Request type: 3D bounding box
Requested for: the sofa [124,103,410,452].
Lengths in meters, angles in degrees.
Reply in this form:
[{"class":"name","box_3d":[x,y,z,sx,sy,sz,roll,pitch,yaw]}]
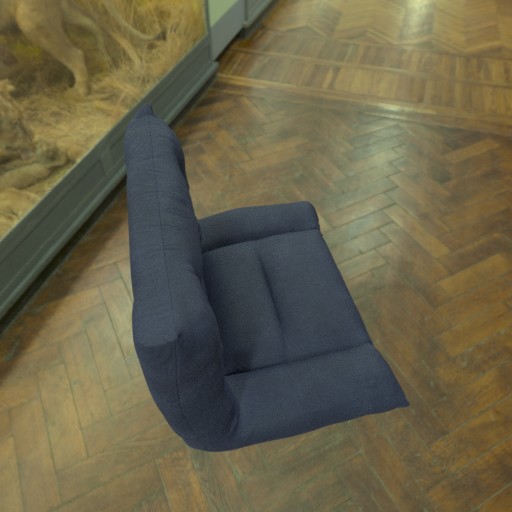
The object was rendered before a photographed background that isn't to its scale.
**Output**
[{"class":"sofa","box_3d":[0.000,0.000,1.645,0.849,0.778,1.122,-10,48,-9]}]
